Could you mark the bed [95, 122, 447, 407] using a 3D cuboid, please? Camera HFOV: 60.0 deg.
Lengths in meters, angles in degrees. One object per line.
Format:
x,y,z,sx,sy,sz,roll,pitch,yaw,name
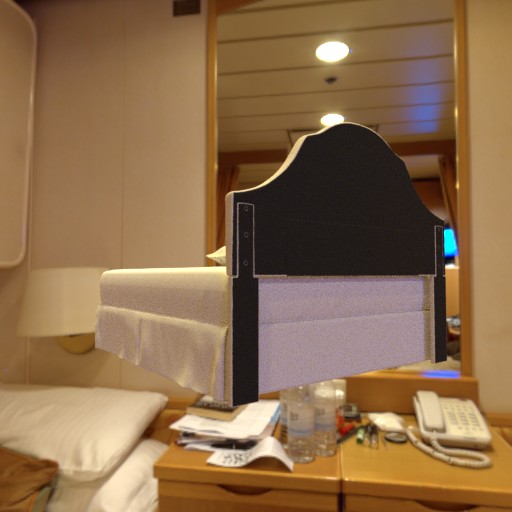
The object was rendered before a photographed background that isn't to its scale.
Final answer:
0.000,0.000,3.677,2.008,1.615,2.214,2,-3,-37,bed
